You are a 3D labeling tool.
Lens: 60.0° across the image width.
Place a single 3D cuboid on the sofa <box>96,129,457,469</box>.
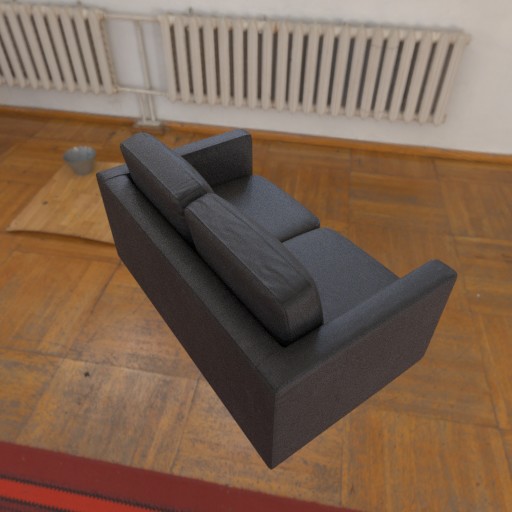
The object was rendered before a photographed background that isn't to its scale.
[{"bbox_3d":[0.000,0.000,2.022,0.879,0.899,1.430,-25,48,-25],"label":"sofa"}]
